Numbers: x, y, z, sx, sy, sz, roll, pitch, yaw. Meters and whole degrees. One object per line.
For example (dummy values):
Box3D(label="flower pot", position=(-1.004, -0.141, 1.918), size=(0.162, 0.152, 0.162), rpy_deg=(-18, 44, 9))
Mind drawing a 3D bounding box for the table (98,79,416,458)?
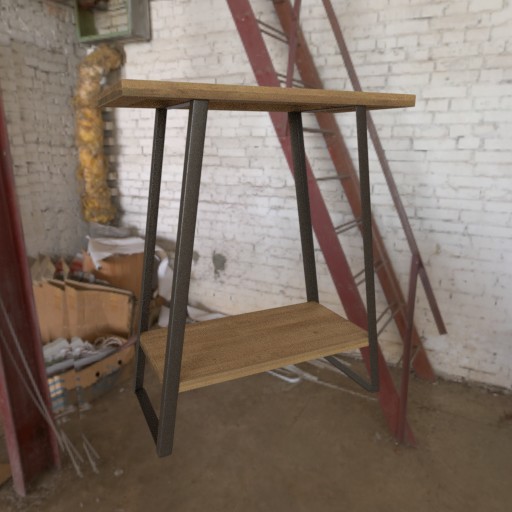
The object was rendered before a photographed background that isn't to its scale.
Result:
Box3D(label="table", position=(0.000, 0.000, 1.021), size=(0.599, 0.701, 0.300), rpy_deg=(-7, 17, -25))
